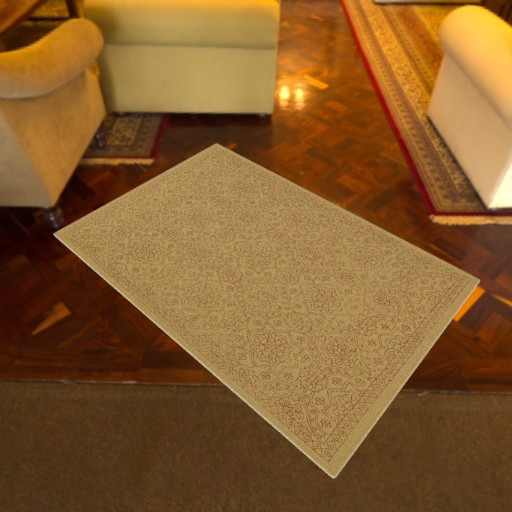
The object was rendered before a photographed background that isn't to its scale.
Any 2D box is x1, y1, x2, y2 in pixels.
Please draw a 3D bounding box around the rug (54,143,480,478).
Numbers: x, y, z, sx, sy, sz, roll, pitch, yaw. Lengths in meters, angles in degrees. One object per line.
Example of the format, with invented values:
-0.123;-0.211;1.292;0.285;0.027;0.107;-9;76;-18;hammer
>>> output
0.000;0.000;2.257;1.829;0.010;1.219;33;54;28;rug
